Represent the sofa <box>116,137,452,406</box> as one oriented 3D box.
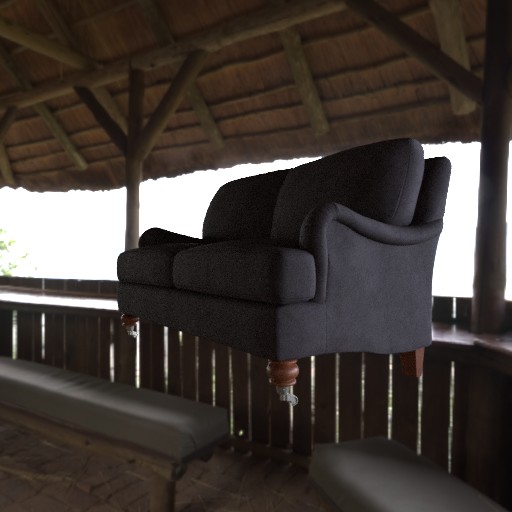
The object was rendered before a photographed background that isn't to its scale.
[{"bbox_3d":[0.000,0.000,2.541,1.084,1.101,1.853,0,0,-35],"label":"sofa"}]
